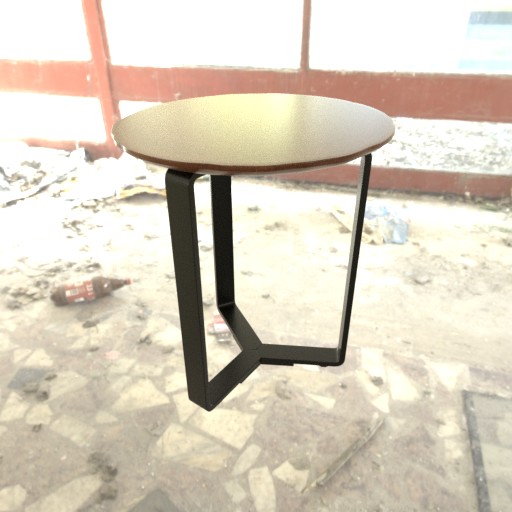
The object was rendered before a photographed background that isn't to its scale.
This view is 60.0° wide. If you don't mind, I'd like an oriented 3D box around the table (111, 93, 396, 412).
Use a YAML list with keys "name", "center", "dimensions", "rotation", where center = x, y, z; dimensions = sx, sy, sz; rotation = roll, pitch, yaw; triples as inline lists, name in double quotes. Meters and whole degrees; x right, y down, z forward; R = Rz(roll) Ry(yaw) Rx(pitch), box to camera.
- name: "table"
  center: [0.000, 0.000, 0.745]
  dimensions: [0.380, 0.450, 0.410]
  rotation: [20, 36, 30]
